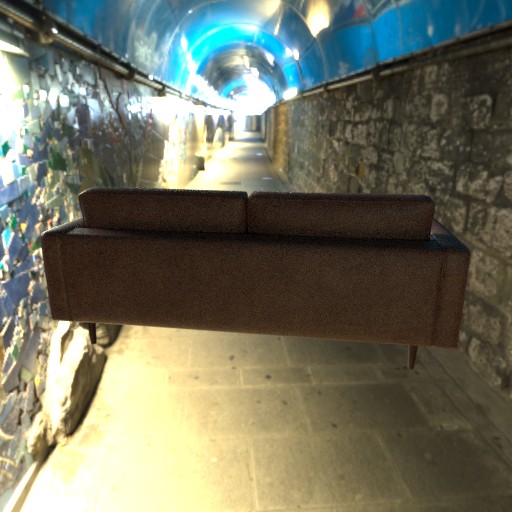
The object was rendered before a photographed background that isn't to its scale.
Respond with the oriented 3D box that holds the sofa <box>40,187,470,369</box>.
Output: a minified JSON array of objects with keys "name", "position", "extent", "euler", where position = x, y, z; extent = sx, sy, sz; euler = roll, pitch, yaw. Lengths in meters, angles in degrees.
[{"name":"sofa","position":[0.000,0.000,2.343],"extent":[1.870,0.760,0.910],"euler":[3,17,8]}]
